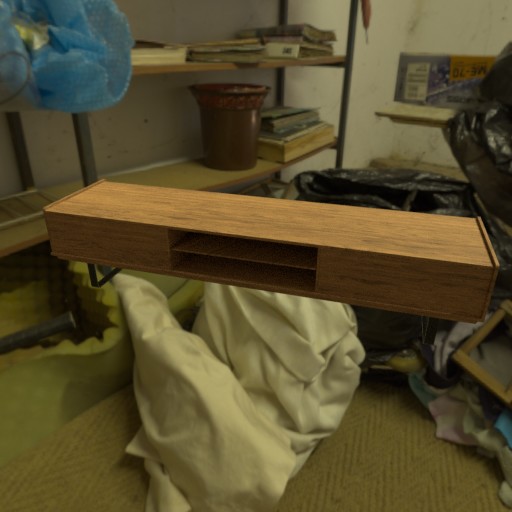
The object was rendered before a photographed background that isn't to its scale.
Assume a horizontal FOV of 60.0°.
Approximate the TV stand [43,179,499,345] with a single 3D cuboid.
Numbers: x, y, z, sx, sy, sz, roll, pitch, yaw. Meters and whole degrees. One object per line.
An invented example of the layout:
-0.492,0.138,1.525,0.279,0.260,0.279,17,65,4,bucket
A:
0.000,0.000,1.964,1.796,0.415,0.467,8,28,15,TV stand
